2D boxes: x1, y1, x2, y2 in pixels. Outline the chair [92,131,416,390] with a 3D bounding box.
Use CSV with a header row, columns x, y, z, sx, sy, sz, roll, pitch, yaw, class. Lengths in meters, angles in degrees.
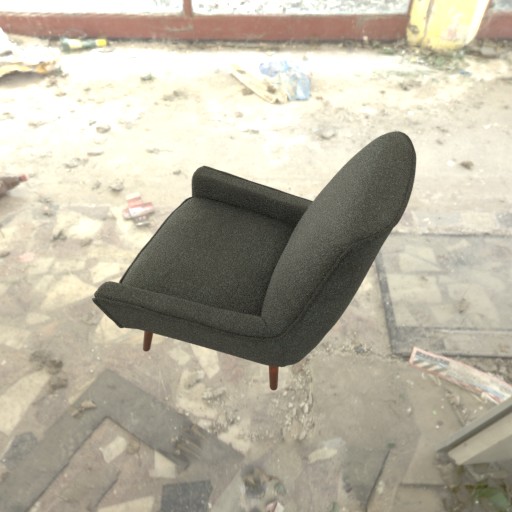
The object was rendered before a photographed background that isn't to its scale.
x,y,z,sx,sy,sz,roll,pitch,yaw,class
0.000,0.000,1.542,0.859,0.883,0.763,16,49,15,chair
